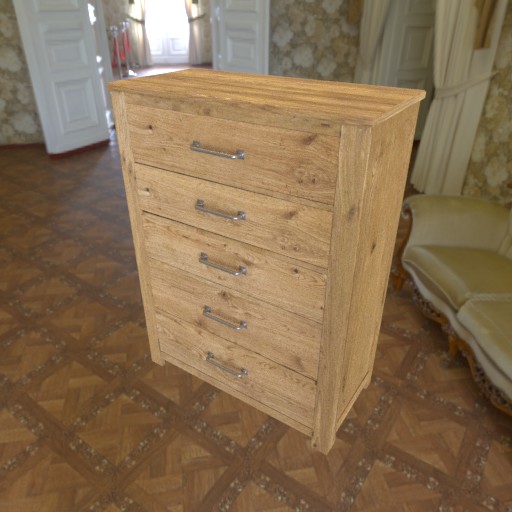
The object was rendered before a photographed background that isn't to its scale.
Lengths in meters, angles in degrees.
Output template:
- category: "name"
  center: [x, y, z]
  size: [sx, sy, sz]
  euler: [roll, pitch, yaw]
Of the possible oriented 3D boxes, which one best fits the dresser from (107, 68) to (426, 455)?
- category: "dresser"
  center: [0.000, 0.000, 1.984]
  size: [1.081, 1.431, 0.558]
  euler: [18, 35, 29]
